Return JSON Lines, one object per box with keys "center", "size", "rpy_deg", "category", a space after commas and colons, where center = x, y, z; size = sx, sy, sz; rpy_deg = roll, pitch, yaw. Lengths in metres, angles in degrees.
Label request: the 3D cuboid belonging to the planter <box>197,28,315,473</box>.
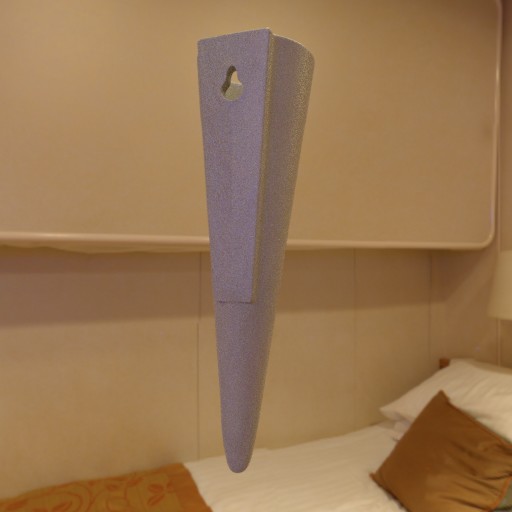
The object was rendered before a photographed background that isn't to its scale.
{"center": [0.000, 0.000, 0.220], "size": [0.057, 0.191, 0.064], "rpy_deg": [0, 0, 19], "category": "planter"}
